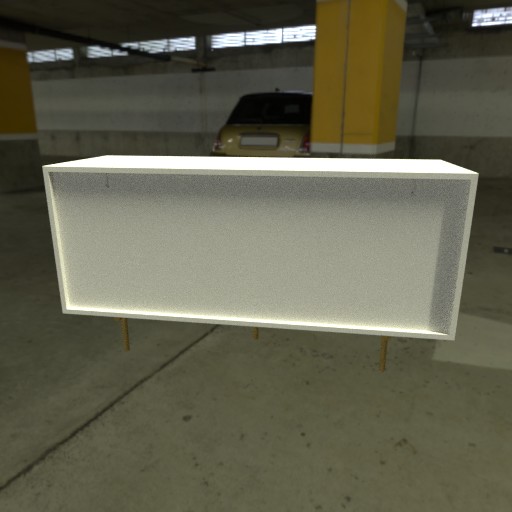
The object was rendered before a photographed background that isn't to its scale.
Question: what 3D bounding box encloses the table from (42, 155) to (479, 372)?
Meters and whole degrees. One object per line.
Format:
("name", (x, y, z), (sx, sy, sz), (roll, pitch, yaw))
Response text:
("table", (0.000, 0.000, 1.861), (1.500, 0.769, 0.508), (3, 17, 8))
